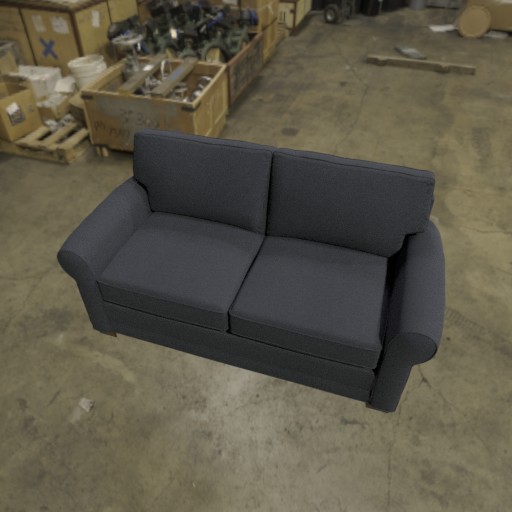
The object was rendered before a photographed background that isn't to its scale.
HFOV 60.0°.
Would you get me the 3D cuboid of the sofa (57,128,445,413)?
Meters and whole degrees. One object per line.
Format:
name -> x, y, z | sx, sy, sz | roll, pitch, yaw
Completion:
sofa -> 0.000, 0.000, 2.529 | 2.009, 1.031, 0.951 | 12, 43, 13
